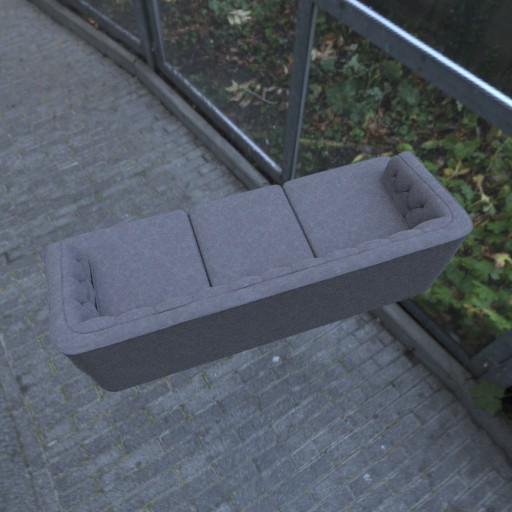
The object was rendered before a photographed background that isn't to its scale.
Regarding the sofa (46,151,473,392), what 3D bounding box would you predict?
[{"bbox_3d":[0.000,0.000,2.671,2.247,0.806,0.917,-16,60,-10],"label":"sofa"}]
